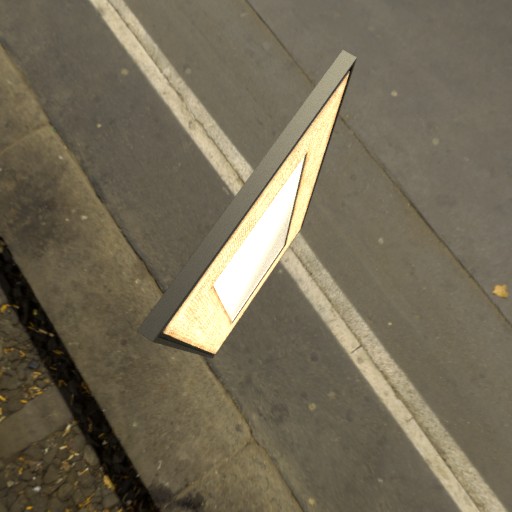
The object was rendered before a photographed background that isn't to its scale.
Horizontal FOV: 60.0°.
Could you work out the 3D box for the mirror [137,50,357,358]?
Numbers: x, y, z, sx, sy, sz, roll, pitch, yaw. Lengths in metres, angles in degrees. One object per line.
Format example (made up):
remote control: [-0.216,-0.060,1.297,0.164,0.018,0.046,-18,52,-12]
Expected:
mirror: [0.000,0.000,1.514,0.038,1.219,0.762,33,78,8]
